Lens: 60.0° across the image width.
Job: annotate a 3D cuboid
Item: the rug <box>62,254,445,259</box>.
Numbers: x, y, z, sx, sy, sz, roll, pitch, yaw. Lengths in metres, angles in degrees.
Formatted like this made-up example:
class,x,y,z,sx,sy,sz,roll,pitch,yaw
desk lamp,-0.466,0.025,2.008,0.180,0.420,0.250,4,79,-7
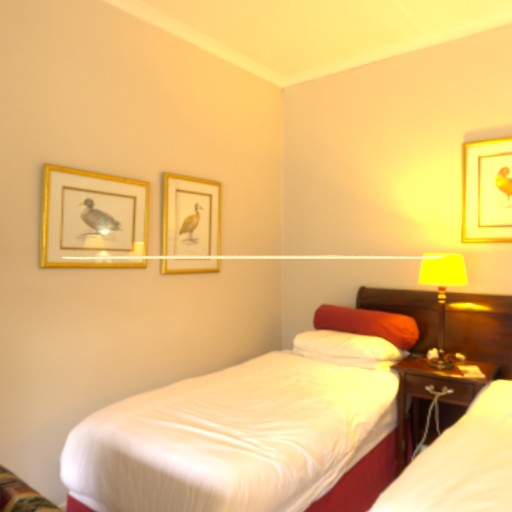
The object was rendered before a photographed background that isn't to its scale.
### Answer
class,x,y,z,sx,sy,sz,roll,pitch,yaw
rug,0.000,0.000,2.957,1.518,0.023,2.434,0,0,1
